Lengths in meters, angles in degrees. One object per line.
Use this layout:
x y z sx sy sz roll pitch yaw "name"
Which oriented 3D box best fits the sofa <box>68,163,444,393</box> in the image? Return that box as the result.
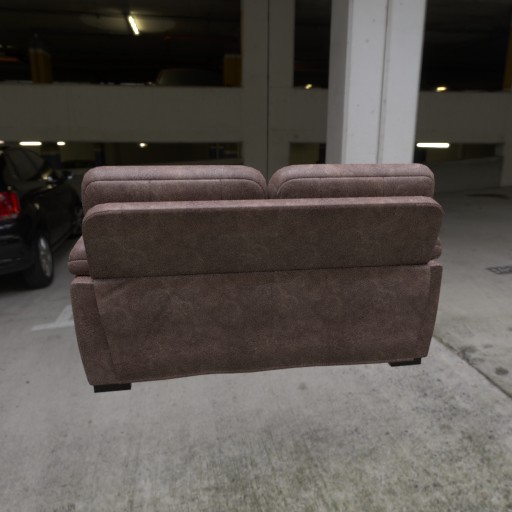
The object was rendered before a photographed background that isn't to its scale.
0.000 0.000 2.365 1.753 0.991 0.991 -2 15 -9 "sofa"
